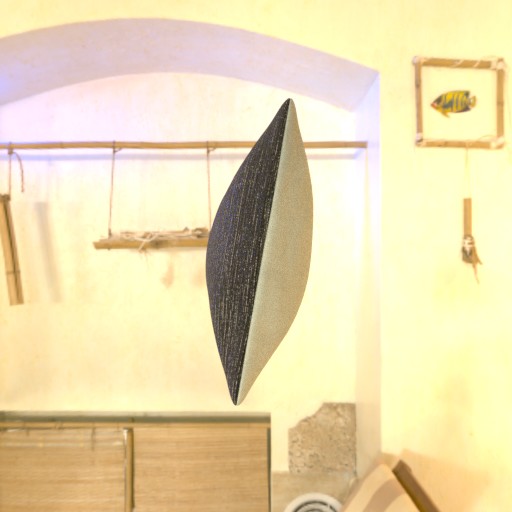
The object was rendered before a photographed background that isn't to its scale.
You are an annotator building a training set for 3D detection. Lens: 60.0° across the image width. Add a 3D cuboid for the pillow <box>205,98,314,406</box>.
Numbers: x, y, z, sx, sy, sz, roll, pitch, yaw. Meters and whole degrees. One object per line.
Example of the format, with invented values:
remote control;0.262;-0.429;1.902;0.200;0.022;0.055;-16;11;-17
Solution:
pillow;0.000;0.000;0.738;0.156;0.305;0.608;0;-1;-1
